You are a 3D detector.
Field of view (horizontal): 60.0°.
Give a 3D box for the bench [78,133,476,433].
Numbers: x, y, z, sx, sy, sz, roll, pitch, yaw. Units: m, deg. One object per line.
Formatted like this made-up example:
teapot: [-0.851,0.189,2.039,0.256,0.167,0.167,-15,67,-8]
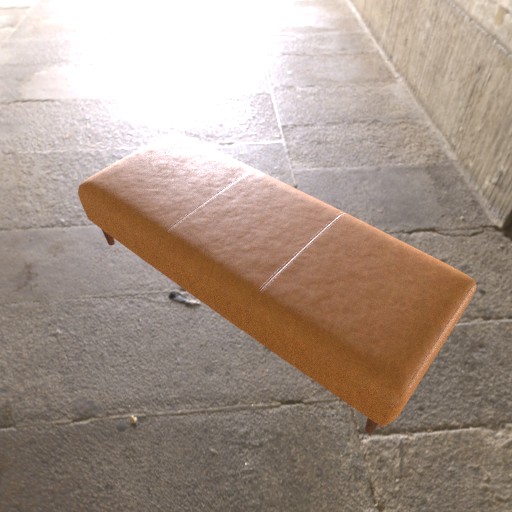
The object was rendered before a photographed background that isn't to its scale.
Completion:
bench: [0.000,0.000,1.911,1.610,0.399,0.653,31,54,26]
